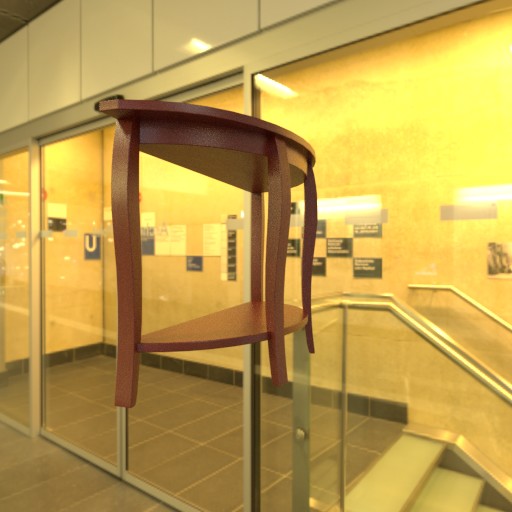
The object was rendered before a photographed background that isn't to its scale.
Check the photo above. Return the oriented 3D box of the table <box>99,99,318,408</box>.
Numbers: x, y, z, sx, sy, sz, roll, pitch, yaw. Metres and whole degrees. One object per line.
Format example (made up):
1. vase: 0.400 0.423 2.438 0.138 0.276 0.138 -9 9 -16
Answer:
1. table: 0.000 0.000 1.616 0.405 0.779 1.219 0 1 19
